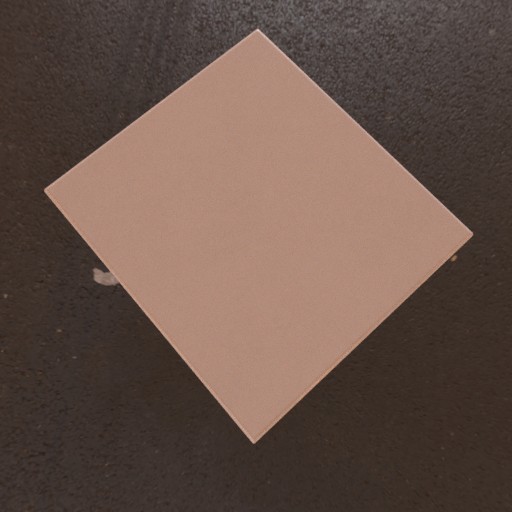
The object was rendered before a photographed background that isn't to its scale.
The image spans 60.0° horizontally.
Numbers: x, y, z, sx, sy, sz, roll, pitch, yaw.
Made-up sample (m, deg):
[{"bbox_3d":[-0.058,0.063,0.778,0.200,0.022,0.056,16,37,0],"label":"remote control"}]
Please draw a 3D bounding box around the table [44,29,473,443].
[{"bbox_3d":[0.000,0.000,0.943,0.442,0.565,0.488,-41,80,-9],"label":"table"}]
